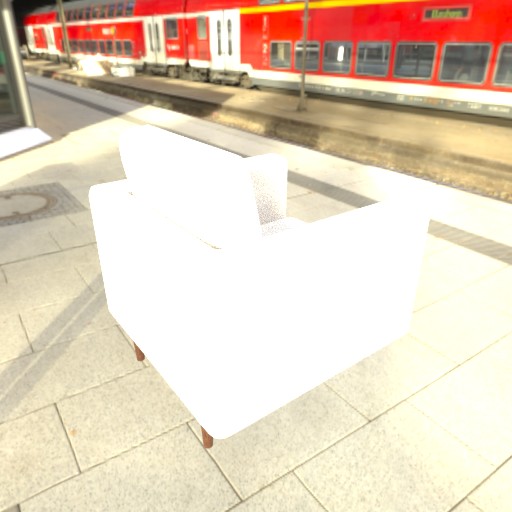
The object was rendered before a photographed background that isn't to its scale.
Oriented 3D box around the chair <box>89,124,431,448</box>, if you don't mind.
[{"bbox_3d":[0.000,0.000,1.589,0.879,0.899,0.831,-18,32,-32],"label":"chair"}]
